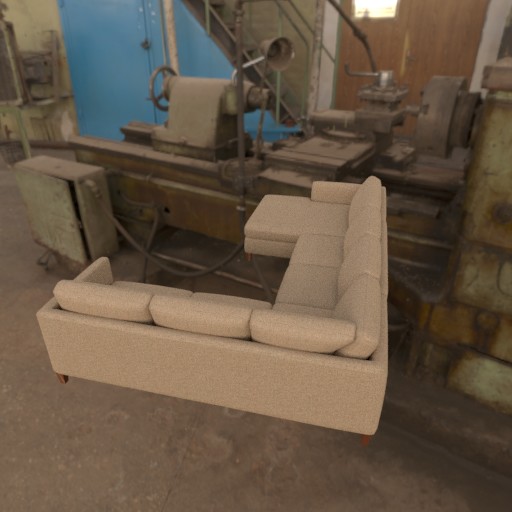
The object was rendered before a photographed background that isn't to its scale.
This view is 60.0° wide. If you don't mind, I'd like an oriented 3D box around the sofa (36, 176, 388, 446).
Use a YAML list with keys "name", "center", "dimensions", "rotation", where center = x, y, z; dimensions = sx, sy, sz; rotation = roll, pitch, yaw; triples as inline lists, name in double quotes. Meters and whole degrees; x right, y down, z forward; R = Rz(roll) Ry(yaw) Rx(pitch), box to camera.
- name: "sofa"
  center: [0.000, 0.000, 4.529]
  dimensions: [2.551, 0.889, 3.403]
  rotation: [7, 30, 12]
